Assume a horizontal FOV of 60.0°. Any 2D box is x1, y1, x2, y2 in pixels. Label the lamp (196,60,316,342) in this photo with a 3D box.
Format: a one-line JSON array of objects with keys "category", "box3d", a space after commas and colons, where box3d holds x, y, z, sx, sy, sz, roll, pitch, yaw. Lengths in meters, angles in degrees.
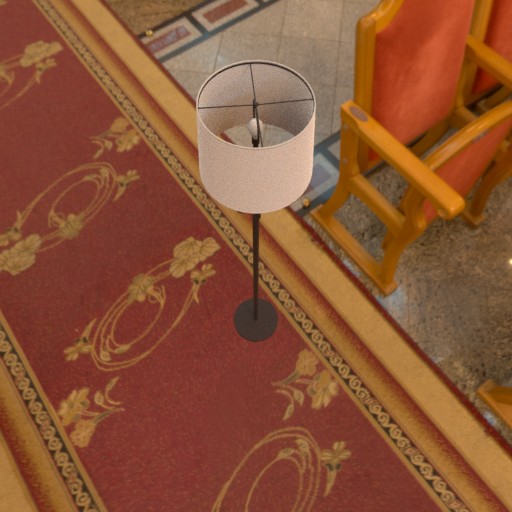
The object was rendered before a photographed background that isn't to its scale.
[{"category": "lamp", "box3d": [0.000, 0.000, 1.589, 0.286, 1.462, 0.286, -33, 68, -15]}]
